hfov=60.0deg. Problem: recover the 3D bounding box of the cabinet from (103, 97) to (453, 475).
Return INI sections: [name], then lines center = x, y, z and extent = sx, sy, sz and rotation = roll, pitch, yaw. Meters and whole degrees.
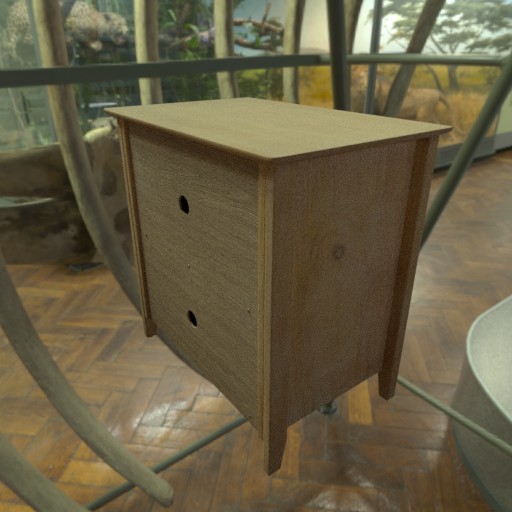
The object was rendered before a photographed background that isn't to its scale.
[cabinet]
center = 0.000, 0.000, 1.255
extent = 0.503, 0.762, 0.763
rotation = -18, 30, -33
